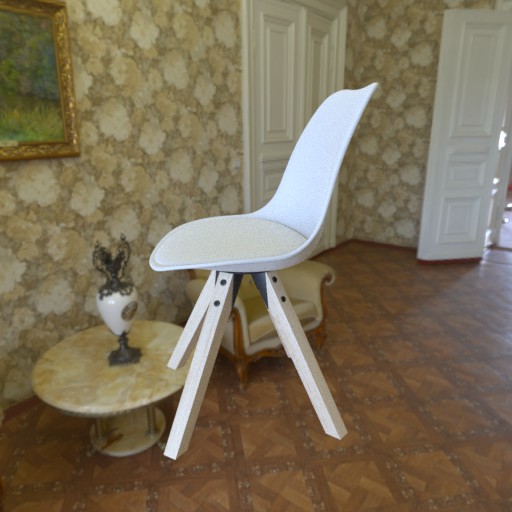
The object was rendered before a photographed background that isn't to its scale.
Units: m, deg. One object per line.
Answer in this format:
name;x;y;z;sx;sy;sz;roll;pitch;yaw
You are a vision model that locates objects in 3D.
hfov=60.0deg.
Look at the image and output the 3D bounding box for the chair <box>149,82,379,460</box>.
chair;0.000;0.000;1.176;0.550;0.850;0.485;-3;16;-10
